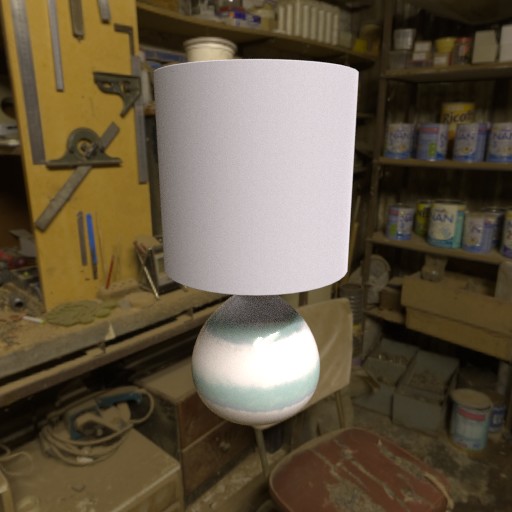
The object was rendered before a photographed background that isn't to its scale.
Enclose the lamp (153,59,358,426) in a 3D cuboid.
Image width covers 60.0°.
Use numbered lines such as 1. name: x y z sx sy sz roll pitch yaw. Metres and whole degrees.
1. lamp: 0.000 0.000 0.532 0.217 0.404 0.217 14 21 42
